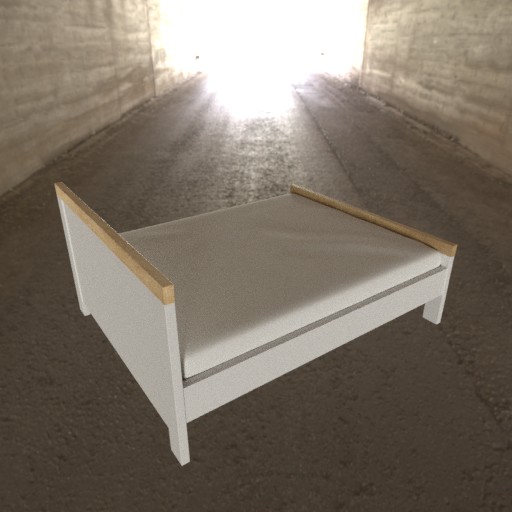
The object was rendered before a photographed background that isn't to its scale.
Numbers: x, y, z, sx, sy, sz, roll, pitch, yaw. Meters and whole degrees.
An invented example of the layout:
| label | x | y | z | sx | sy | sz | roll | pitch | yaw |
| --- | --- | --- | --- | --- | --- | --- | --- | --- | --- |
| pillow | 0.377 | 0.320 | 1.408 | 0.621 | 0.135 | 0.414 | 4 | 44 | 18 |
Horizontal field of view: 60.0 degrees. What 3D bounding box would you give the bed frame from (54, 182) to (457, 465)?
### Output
| label | x | y | z | sx | sy | sz | roll | pitch | yaw |
| --- | --- | --- | --- | --- | --- | --- | --- | --- | --- |
| bed frame | 0.000 | 0.000 | 3.033 | 2.050 | 0.980 | 1.670 | -17 | 31 | -31 |
